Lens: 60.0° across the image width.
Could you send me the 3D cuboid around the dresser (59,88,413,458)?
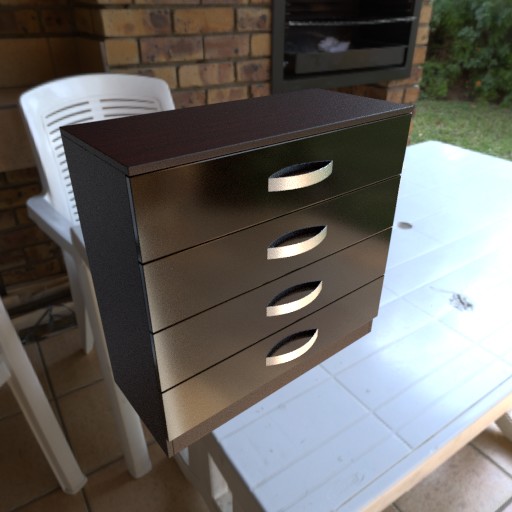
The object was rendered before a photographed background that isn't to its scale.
[{"bbox_3d":[0.000,0.000,1.171,0.750,0.720,0.360,-22,36,-33],"label":"dresser"}]
